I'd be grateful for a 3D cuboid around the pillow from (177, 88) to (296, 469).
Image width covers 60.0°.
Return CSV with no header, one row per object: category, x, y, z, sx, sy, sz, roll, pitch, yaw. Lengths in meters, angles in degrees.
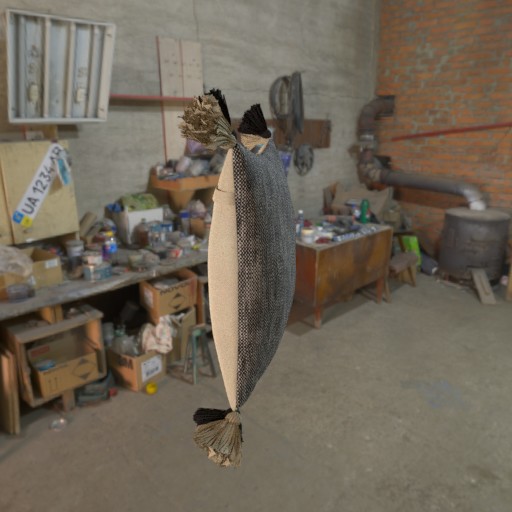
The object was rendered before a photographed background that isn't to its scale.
pillow,0.000,0.000,0.963,0.170,0.659,0.654,2,16,9
